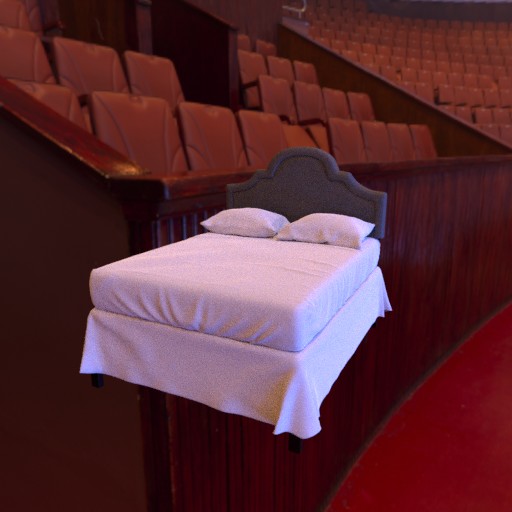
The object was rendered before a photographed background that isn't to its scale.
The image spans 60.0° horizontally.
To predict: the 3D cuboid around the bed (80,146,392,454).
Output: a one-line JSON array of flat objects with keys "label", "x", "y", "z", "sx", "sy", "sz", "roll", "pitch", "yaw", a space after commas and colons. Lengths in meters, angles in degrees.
[{"label": "bed", "x": 0.000, "y": 0.000, "z": 3.447, "sx": 1.780, "sy": 1.634, "sz": 2.222, "roll": 7, "pitch": 16, "yaw": 26}]
